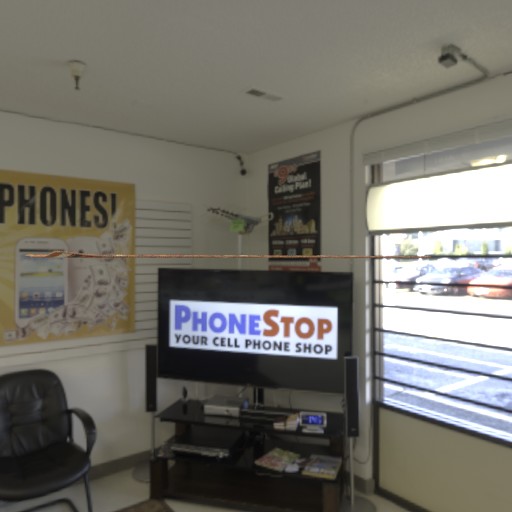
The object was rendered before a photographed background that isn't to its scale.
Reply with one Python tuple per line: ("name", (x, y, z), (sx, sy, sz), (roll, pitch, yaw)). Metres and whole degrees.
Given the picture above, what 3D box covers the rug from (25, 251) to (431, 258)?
("rug", (0.000, 0.000, 2.724), (2.444, 0.030, 0.799), (0, 0, -35))
